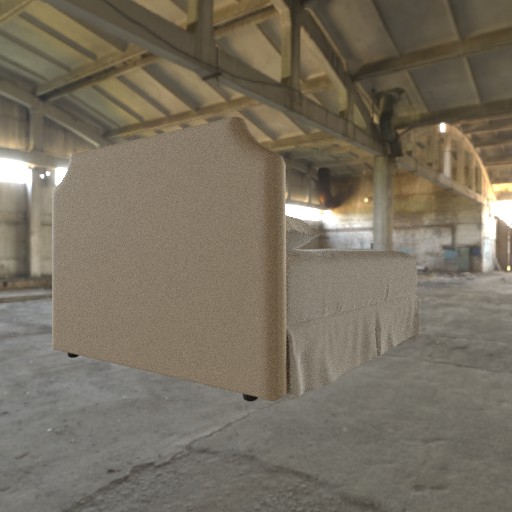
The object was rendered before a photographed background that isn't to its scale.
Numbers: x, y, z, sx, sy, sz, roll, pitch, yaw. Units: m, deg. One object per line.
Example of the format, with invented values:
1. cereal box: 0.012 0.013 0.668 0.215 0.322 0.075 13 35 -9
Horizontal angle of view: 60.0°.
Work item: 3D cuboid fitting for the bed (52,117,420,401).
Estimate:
1. bed: 0.000 0.000 3.826 2.134 1.524 2.548 0 1 36
